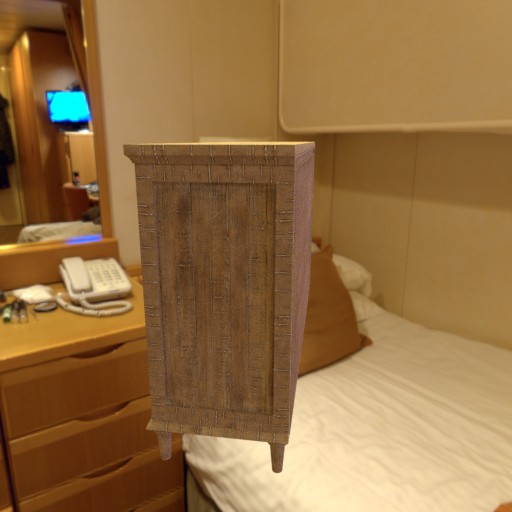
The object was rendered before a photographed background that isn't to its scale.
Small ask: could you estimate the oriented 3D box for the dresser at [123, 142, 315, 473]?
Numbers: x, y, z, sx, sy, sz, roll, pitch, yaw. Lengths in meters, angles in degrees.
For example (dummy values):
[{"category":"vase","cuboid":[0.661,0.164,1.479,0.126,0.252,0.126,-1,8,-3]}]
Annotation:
[{"category":"dresser","cuboid":[0.000,0.000,2.051,0.457,1.016,1.626,2,15,9]}]
